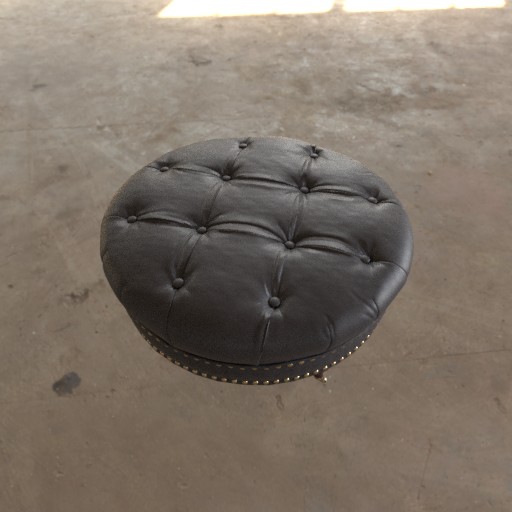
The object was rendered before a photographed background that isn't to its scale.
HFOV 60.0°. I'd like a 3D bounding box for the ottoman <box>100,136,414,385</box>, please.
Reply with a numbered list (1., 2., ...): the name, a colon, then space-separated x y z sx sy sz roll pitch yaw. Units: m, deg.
1. ottoman: 0.000 0.000 1.411 0.901 0.439 0.901 0 46 0
